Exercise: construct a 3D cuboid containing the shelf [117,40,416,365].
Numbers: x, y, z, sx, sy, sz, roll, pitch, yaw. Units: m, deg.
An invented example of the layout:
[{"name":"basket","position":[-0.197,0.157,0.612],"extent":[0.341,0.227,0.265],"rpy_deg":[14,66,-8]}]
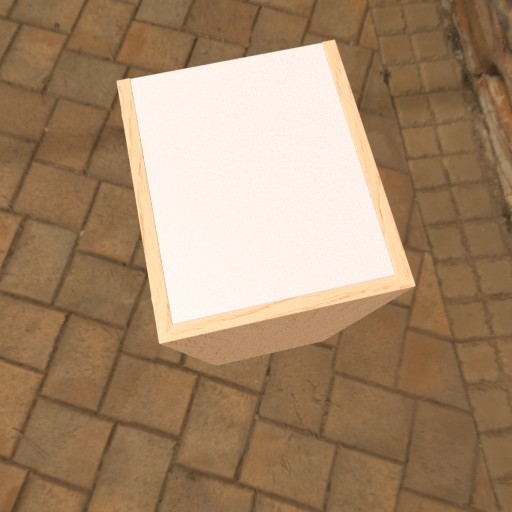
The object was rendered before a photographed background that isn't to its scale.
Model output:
[{"name":"shelf","position":[0.000,0.000,0.742],"extent":[0.250,0.600,0.290],"rpy_deg":[-12,75,-3]}]
